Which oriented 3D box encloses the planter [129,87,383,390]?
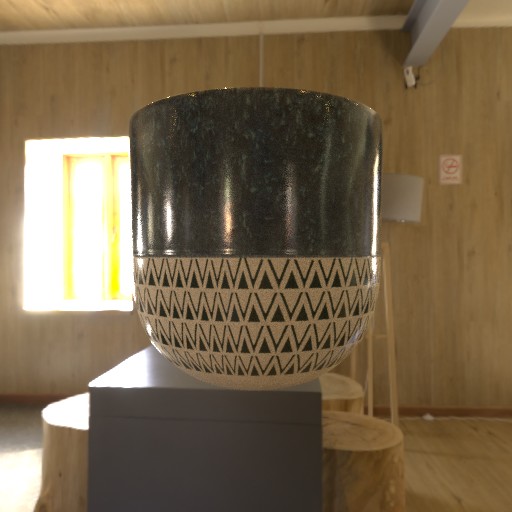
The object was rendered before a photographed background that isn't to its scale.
[{"bbox_3d":[0.000,0.000,0.483,0.266,0.270,0.266,0,0,0],"label":"planter"}]
